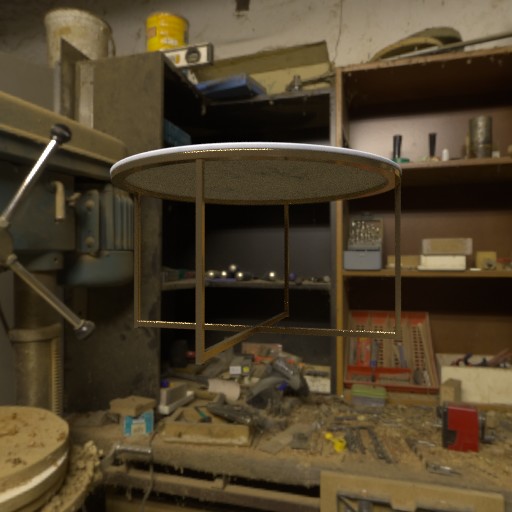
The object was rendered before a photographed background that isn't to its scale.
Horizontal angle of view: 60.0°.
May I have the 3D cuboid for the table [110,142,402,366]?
[{"bbox_3d":[0.000,0.000,1.278,0.800,0.450,0.800,0,0,0],"label":"table"}]
